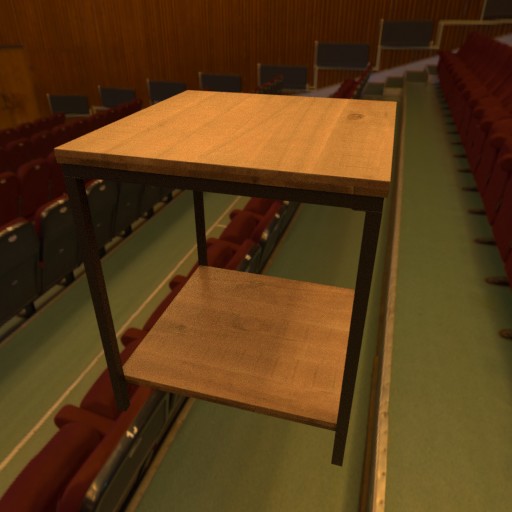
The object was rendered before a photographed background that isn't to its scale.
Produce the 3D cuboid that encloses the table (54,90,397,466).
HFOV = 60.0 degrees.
[{"bbox_3d":[0.000,0.000,0.983,0.503,0.589,0.507,8,31,14],"label":"table"}]
